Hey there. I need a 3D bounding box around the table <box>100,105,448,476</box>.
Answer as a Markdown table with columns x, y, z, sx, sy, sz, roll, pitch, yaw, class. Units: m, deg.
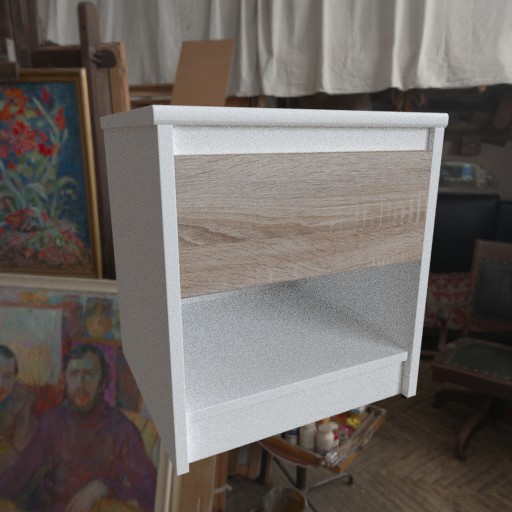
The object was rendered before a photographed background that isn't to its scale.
| x | y | z | sx | sy | sz | roll | pitch | yaw | class |
| --- | --- | --- | --- | --- | --- | --- | --- | --- | --- |
| 0.000 | 0.000 | 0.761 | 0.420 | 0.460 | 0.380 | -7 | 17 | -25 | table |
